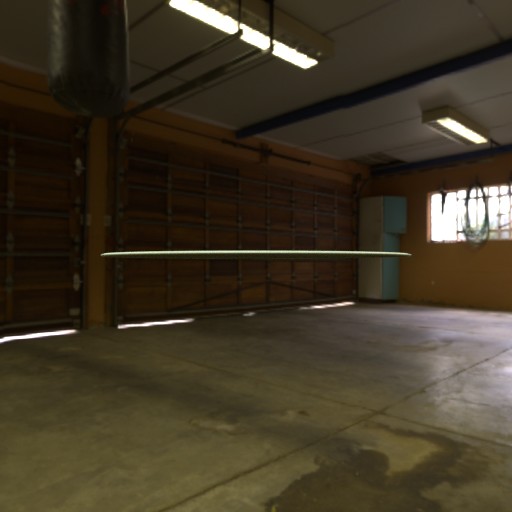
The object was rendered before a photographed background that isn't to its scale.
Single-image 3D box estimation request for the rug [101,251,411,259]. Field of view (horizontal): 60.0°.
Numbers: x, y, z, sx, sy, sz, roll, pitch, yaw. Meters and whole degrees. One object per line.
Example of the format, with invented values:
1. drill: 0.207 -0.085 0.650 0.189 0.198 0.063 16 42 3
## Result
1. rug: 0.000 0.000 2.409 1.593 0.012 1.593 0 -1 0
